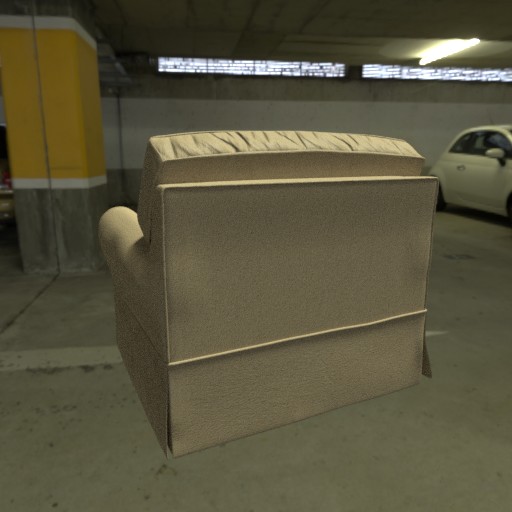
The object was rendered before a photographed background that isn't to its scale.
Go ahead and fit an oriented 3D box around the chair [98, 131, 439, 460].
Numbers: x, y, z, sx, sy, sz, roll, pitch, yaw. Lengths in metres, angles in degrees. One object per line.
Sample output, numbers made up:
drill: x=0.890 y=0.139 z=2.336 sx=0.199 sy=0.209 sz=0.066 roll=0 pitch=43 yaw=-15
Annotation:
chair: x=0.000 y=0.000 z=1.771 sx=1.096 sy=0.937 sz=0.903 roll=-6 pitch=14 yaw=-26
